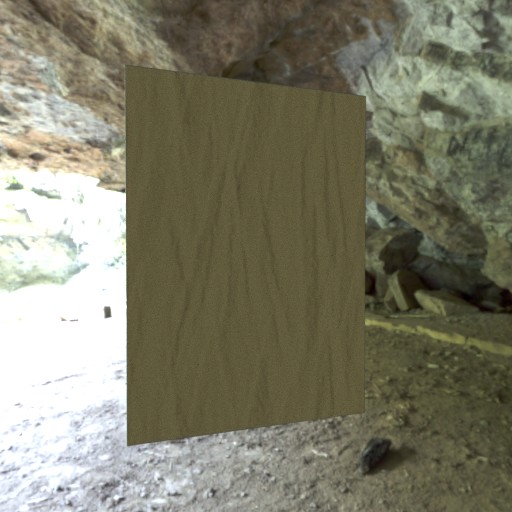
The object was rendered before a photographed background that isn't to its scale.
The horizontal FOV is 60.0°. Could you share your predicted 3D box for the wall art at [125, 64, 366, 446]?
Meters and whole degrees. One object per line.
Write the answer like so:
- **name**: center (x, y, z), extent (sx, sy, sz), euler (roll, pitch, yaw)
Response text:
- **wall art**: center (0.000, 0.000, 1.436), extent (0.810, 1.116, 0.016), euler (0, 1, -19)
